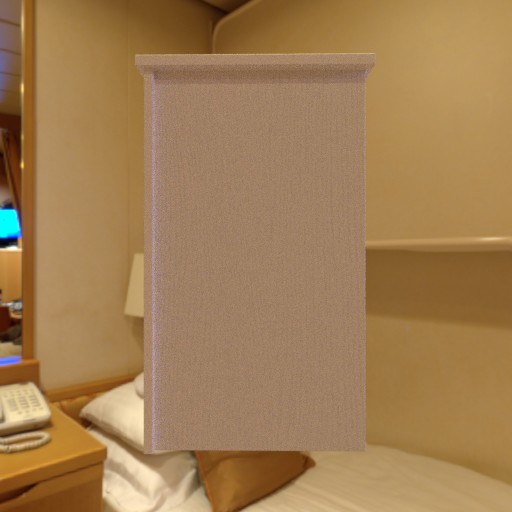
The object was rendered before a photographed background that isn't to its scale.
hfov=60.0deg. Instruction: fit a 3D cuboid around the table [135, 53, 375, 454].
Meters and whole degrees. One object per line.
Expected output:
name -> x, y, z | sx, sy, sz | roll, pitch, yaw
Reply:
table -> 0.000, 0.000, 0.937 | 0.381, 0.635, 0.480 | 0, 0, 1
